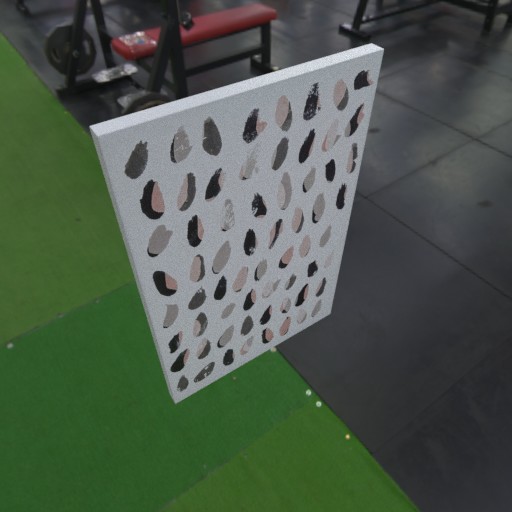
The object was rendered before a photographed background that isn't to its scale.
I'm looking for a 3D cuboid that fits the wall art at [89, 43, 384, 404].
[{"bbox_3d":[0.000,0.000,1.138,0.610,0.916,0.037,-26,51,-22],"label":"wall art"}]
